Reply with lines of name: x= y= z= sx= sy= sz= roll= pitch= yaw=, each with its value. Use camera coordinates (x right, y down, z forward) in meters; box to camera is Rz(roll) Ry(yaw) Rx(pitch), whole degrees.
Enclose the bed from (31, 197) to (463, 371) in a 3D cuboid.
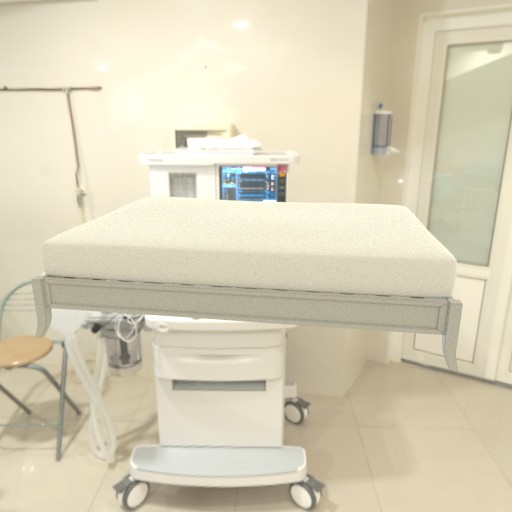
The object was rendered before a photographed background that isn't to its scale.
bed: x=0.000 y=0.000 z=2.666 sx=1.985 sy=0.510 sz=1.460 roll=3 pitch=17 yaw=9
